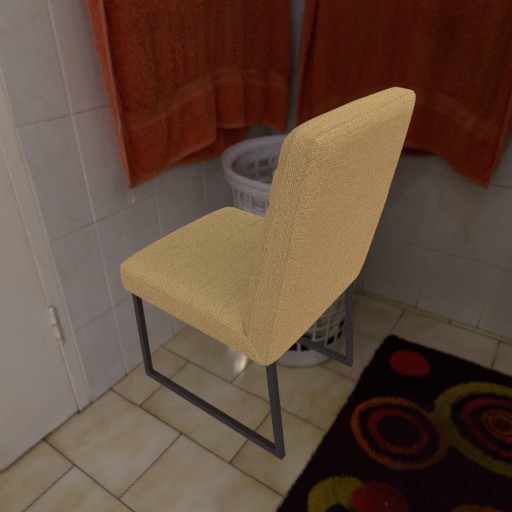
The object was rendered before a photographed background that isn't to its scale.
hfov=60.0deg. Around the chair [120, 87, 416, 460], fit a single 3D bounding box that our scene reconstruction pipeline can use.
[{"bbox_3d":[0.000,0.000,1.293,0.634,0.930,0.520,20,36,30],"label":"chair"}]
